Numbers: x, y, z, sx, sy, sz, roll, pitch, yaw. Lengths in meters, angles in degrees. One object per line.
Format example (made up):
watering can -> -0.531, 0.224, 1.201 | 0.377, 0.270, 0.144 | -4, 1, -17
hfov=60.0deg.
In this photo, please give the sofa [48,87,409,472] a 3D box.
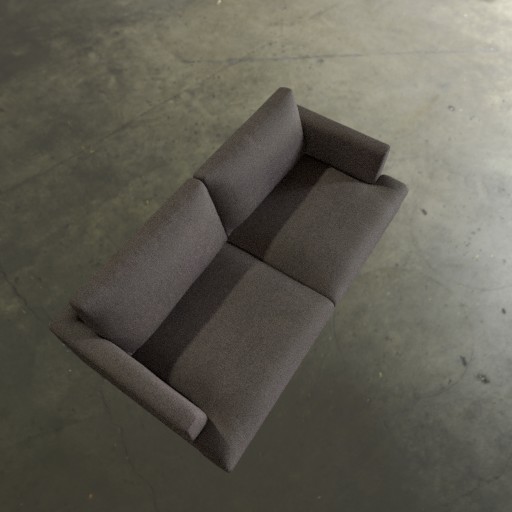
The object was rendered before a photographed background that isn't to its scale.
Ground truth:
sofa -> 0.000, 0.000, 2.476 | 1.020, 0.868, 1.948 | 30, 63, 17
